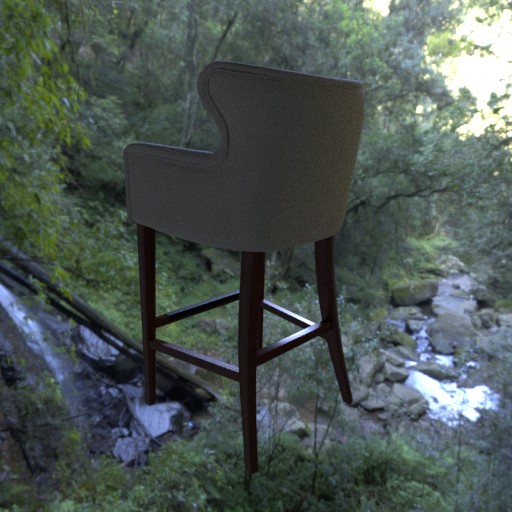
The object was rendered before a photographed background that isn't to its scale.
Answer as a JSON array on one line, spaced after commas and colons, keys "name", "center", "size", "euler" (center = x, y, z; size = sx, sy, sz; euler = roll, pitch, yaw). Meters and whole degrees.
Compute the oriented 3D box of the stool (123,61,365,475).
[{"name": "stool", "center": [0.000, 0.000, 1.359], "size": [0.556, 1.034, 0.563], "euler": [-15, 21, -43]}]
